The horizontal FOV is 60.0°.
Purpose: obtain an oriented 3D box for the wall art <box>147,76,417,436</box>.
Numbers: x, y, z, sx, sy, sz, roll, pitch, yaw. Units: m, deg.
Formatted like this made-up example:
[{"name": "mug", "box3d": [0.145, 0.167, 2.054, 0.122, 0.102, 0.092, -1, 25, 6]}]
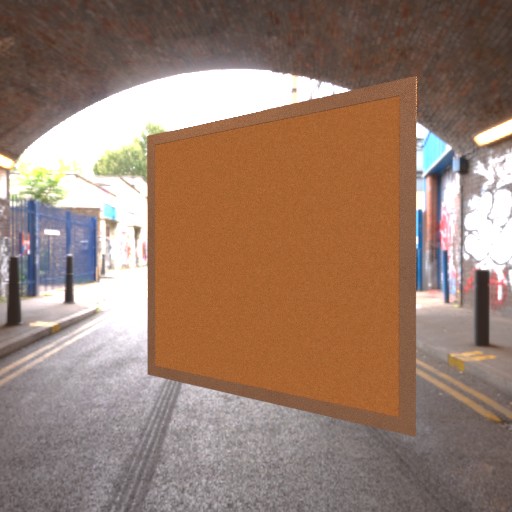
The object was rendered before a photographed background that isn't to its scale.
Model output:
[{"name": "wall art", "box3d": [0.000, 0.000, 1.656, 1.168, 1.067, 0.025, 0, 1, 35]}]
